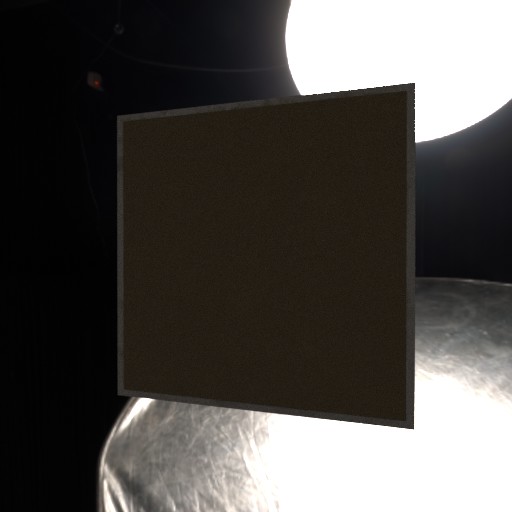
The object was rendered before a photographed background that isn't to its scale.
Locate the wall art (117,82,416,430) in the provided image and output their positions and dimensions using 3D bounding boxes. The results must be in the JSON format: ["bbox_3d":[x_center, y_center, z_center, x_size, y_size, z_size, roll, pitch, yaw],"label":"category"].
[{"bbox_3d":[0.000,0.000,0.452,0.305,0.303,0.038,0,0,18],"label":"wall art"}]
